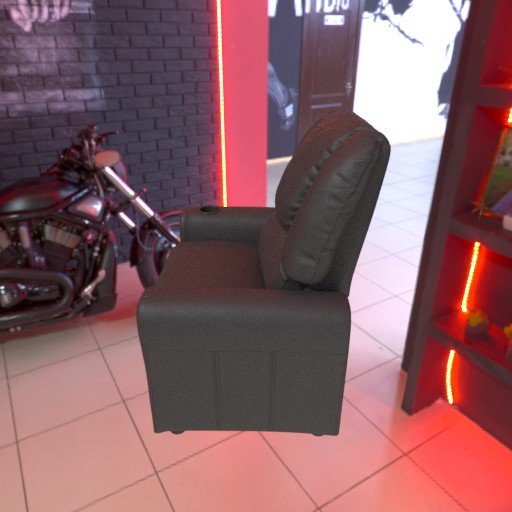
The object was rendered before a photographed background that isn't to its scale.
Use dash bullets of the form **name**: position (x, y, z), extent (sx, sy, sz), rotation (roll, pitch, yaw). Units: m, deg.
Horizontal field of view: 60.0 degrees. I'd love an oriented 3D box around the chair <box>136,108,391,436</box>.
- **chair**: position (0.000, 0.000, 1.141), extent (0.521, 0.709, 0.610), rotation (0, 26, 1)
